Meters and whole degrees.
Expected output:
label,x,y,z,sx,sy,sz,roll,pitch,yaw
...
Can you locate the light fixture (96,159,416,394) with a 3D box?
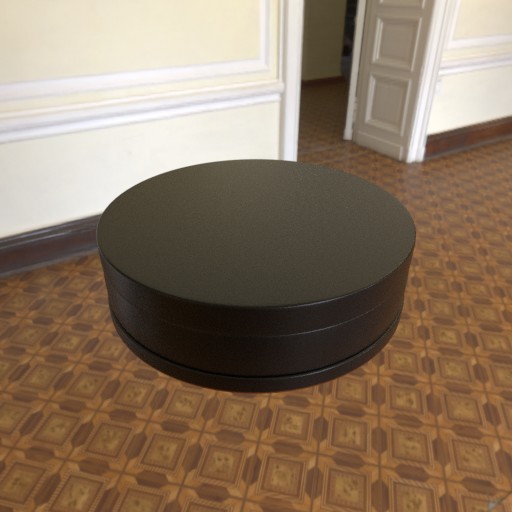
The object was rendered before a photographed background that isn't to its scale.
label,x,y,z,sx,sy,sz,roll,pitch,yaw
light fixture,0.000,0.000,0.430,0.283,0.097,0.283,0,32,0
